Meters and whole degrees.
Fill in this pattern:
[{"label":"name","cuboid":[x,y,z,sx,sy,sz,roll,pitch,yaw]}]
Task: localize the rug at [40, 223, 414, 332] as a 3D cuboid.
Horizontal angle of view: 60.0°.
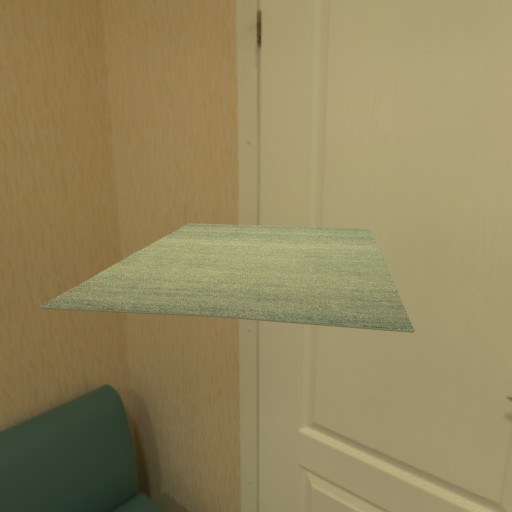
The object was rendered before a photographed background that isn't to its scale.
[{"label":"rug","cuboid":[0.000,0.000,4.369,2.461,0.046,3.237,2,15,9]}]
